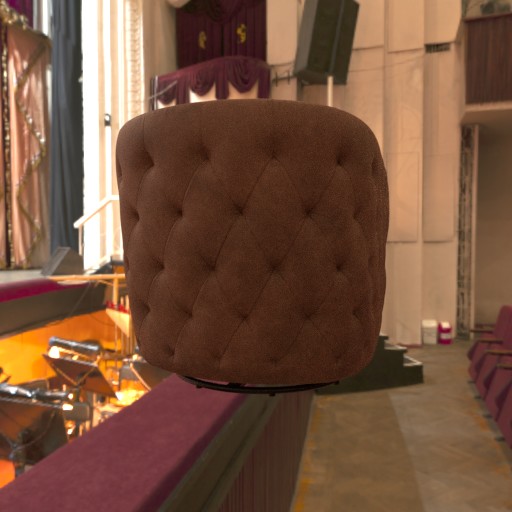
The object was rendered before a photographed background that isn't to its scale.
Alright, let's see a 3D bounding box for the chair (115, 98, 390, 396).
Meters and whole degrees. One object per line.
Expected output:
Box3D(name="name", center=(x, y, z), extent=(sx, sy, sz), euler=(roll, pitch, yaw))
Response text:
Box3D(name="chair", center=(0.000, 0.000, 1.503), extent=(0.850, 0.790, 0.870), euler=(1, 2, 18))
